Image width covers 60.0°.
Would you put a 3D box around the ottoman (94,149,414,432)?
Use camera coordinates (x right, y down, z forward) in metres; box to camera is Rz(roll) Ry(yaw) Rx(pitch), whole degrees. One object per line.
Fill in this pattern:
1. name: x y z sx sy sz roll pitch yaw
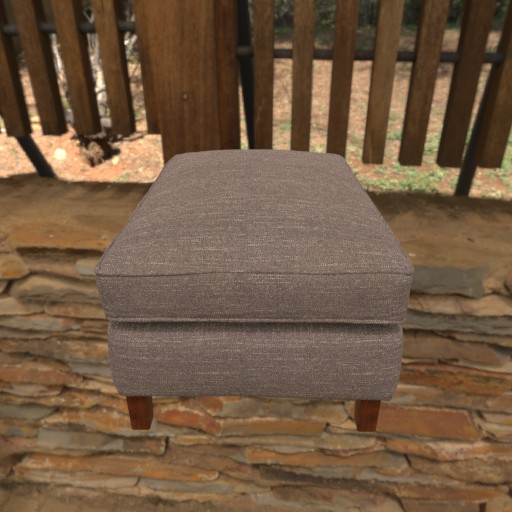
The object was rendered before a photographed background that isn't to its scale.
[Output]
1. ottoman: 0.000 0.000 0.990 0.508 0.406 0.686 0 27 1
